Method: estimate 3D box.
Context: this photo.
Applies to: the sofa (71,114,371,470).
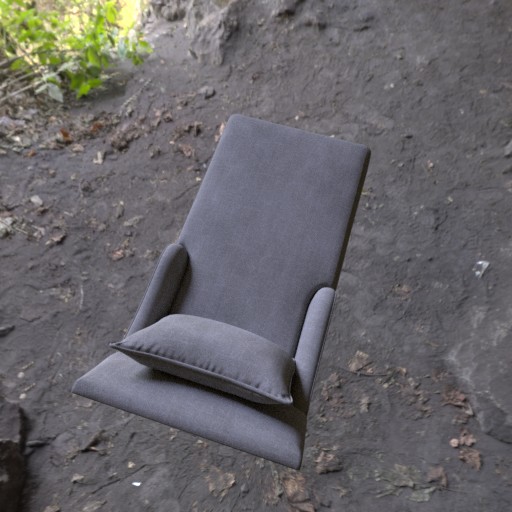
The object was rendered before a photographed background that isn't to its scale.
[{"bbox_3d":[0.000,0.000,2.269,0.894,0.859,1.779,16,67,7],"label":"sofa"}]
